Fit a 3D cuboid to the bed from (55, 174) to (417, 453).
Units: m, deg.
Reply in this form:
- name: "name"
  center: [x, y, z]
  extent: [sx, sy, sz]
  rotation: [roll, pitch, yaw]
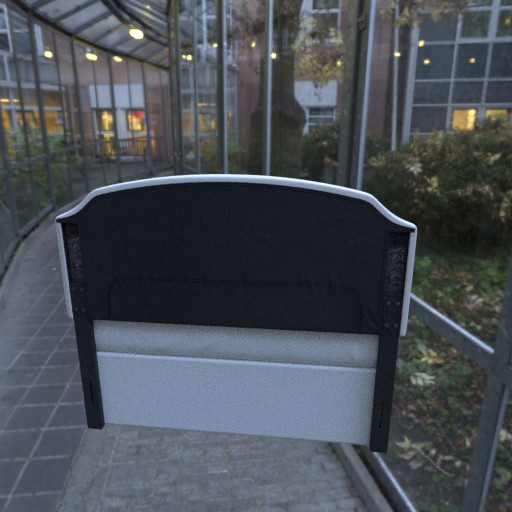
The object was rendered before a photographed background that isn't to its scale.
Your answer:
- name: "bed"
  center: [0.000, 0.000, 2.904]
  extent: [1.558, 1.270, 1.999]
  rotation: [2, 17, 7]
